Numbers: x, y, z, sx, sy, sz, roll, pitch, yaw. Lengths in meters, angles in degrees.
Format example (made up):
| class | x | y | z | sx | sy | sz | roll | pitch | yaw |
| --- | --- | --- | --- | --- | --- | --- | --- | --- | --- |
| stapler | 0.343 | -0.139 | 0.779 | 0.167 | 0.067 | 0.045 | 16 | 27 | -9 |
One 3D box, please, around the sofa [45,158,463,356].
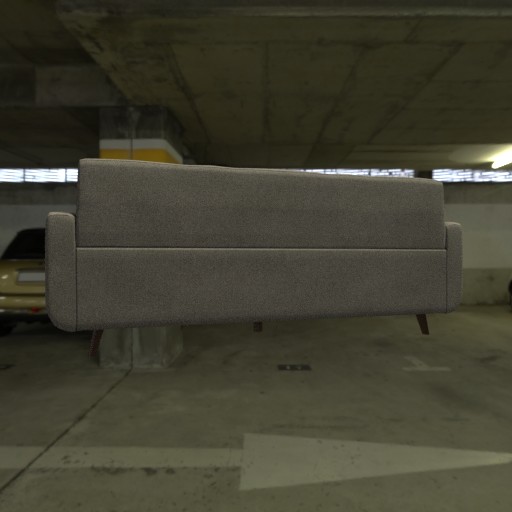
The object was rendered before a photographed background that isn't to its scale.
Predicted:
| class | x | y | z | sx | sy | sz | roll | pitch | yaw |
| --- | --- | --- | --- | --- | --- | --- | --- | --- | --- |
| sofa | 0.000 | 0.000 | 2.476 | 2.029 | 0.841 | 0.909 | 0 | 0 | -17 |
